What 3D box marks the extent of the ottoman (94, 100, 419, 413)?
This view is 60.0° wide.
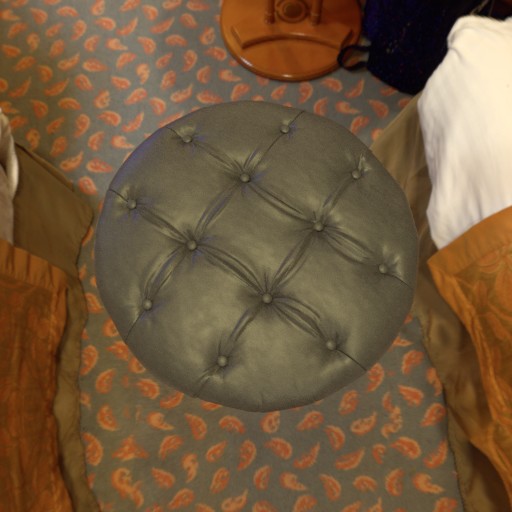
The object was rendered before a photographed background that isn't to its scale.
[{"bbox_3d":[0.000,0.000,1.367,0.901,0.439,0.901,0,74,0],"label":"ottoman"}]
